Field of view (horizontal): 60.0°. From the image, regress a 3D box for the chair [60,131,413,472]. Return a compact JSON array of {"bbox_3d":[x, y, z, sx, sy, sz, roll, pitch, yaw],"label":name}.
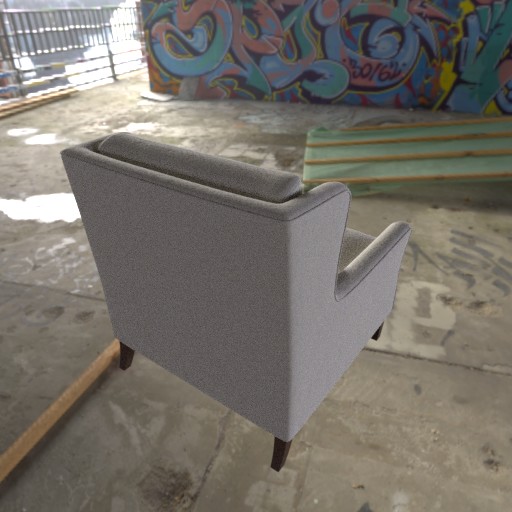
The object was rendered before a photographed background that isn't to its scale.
[{"bbox_3d":[0.000,0.000,1.863,0.982,1.056,1.040,20,36,31],"label":"chair"}]
